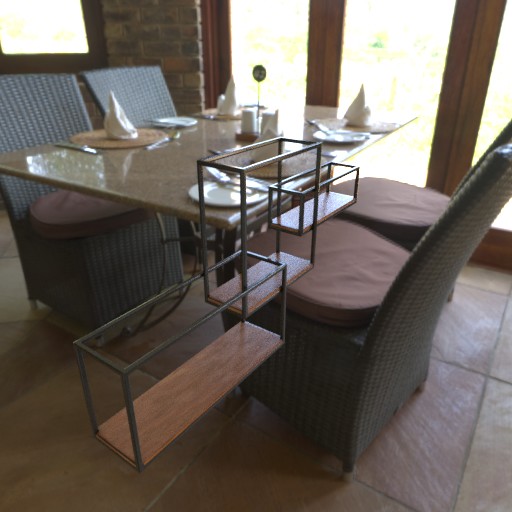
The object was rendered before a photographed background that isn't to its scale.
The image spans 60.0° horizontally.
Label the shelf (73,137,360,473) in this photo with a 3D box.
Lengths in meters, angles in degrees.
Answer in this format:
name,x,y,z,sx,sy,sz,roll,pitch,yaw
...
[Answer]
name,x,y,z,sx,sy,sz,roll,pitch,yaw
shelf,0.000,0.000,2.101,0.275,0.972,1.781,18,31,32
